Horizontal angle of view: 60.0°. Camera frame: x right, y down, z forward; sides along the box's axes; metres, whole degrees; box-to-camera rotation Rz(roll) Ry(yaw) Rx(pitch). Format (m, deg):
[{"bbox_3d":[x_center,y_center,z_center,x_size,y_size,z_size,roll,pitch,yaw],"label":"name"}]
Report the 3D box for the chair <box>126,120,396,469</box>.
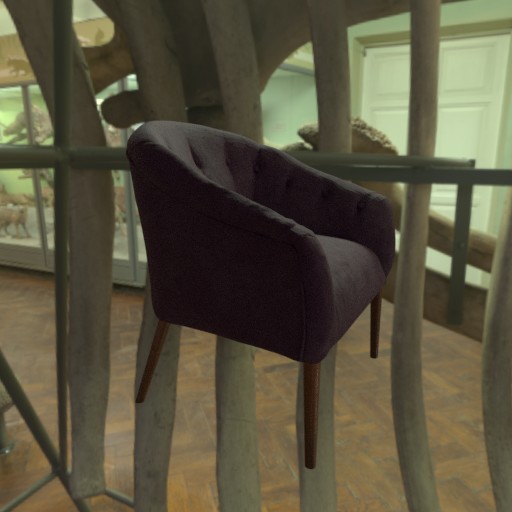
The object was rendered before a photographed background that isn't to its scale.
[{"bbox_3d":[0.000,0.000,1.487,0.776,0.885,0.851,7,15,27],"label":"chair"}]
